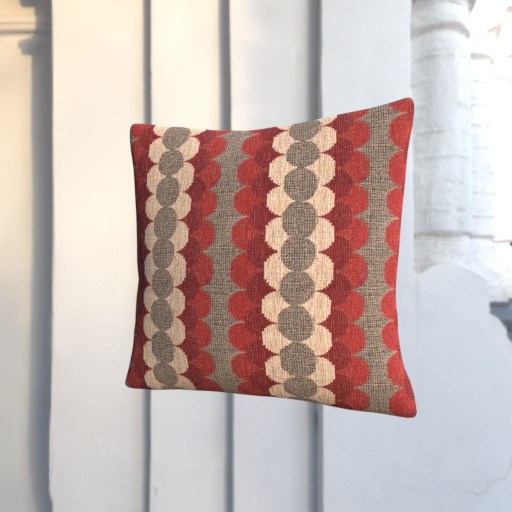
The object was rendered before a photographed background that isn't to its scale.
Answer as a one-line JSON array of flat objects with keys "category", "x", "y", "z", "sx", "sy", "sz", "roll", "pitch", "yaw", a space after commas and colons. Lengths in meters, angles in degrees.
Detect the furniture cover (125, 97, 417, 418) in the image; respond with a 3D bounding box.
[{"category": "furniture cover", "x": 0.000, "y": 0.000, "z": 0.639, "sx": 0.435, "sy": 0.420, "sz": 0.145, "roll": 0, "pitch": -1, "yaw": 18}]
